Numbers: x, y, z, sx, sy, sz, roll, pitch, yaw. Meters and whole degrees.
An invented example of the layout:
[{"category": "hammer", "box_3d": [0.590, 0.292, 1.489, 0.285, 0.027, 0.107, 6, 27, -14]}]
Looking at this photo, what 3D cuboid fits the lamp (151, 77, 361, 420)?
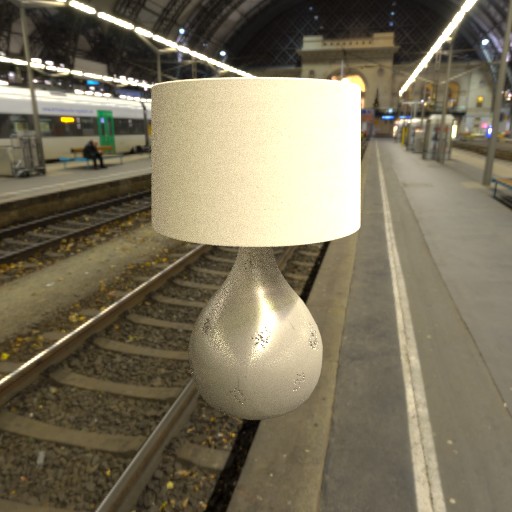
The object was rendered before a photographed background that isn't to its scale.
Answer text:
[{"category": "lamp", "box_3d": [0.000, 0.000, 0.736, 0.330, 0.521, 0.330, 0, 16, 0]}]
